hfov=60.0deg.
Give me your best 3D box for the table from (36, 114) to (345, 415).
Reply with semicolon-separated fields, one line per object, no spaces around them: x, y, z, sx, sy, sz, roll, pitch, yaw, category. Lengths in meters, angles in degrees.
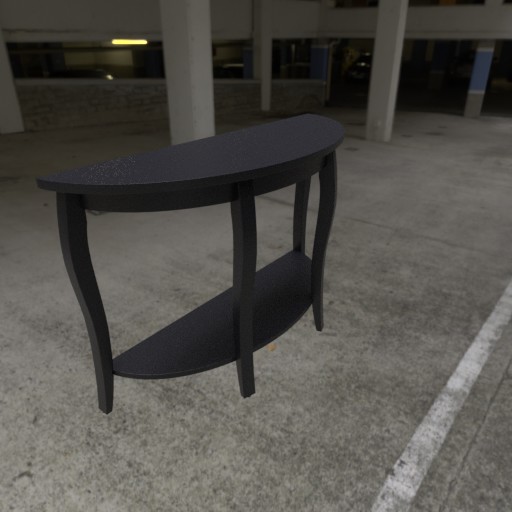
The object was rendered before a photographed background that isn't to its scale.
0.000;0.000;1.564;0.394;0.780;1.219;20;33;34;table
